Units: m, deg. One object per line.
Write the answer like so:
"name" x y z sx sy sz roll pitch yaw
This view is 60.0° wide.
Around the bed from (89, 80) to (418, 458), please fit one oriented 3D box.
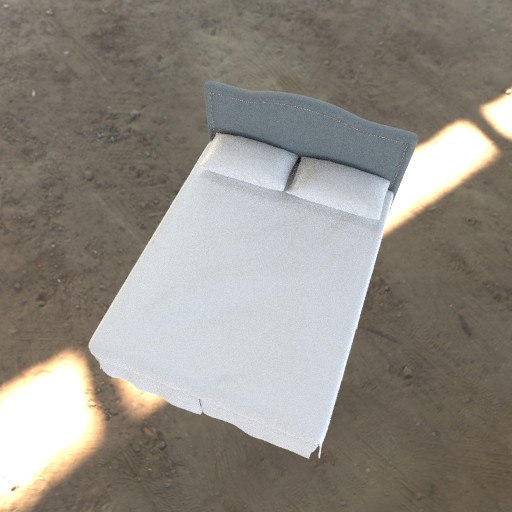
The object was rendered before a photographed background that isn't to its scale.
"bed" 0.000 0.000 3.993 2.161 1.457 2.689 18 61 11
